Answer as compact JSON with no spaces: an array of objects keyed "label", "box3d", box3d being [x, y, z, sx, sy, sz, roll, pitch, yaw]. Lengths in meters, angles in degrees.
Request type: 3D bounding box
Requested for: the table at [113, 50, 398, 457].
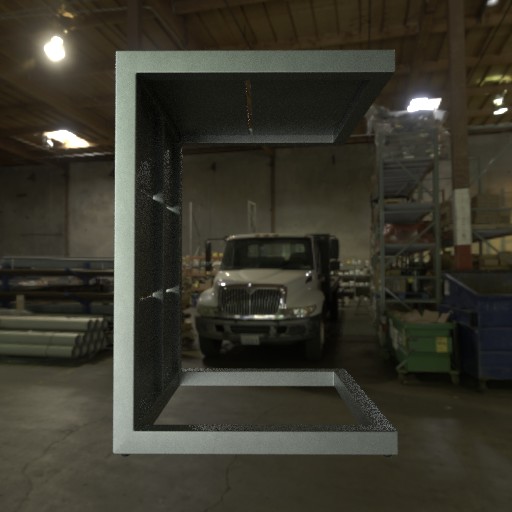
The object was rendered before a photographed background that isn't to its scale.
[{"label":"table","box3d":[0.000,0.000,0.860,0.420,0.609,0.405,0,-1,0]}]
